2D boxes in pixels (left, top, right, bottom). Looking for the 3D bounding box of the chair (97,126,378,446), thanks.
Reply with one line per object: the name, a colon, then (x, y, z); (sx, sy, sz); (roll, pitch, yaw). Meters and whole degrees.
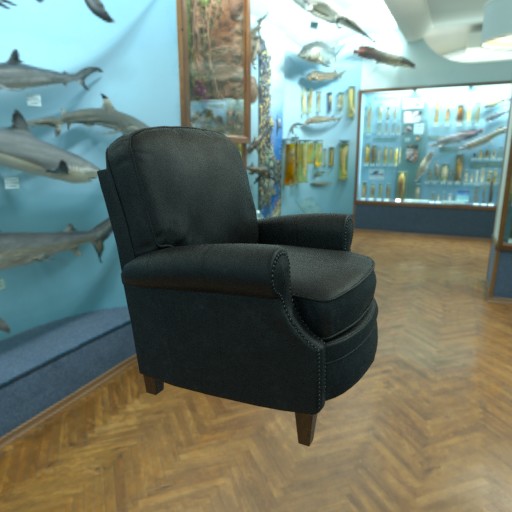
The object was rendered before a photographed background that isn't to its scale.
chair: (0.000, 0.000, 1.789); (0.986, 1.018, 0.936); (7, 15, 26)
